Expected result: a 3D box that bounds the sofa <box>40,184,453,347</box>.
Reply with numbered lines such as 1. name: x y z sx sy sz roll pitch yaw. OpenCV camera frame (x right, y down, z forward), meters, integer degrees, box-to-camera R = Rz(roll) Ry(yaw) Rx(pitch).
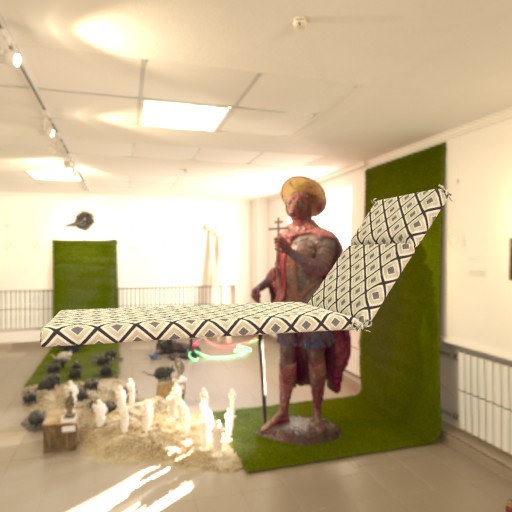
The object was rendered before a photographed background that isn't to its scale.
1. sofa: 0.000 0.000 1.951 1.663 0.622 0.582 0 0 -17
